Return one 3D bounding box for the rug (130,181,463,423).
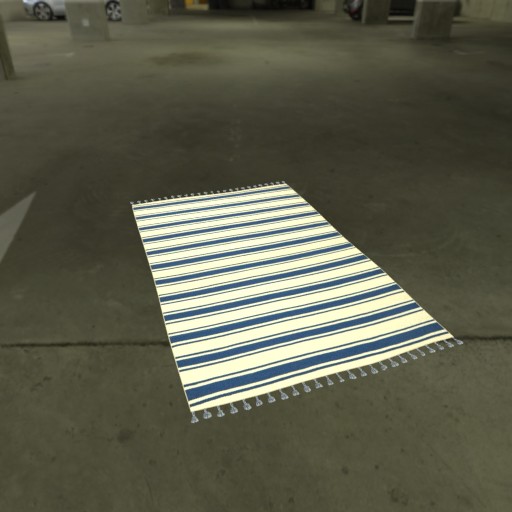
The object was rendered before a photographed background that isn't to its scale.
[{"bbox_3d":[0.000,0.000,2.647,1.248,0.009,2.108,-10,33,-17],"label":"rug"}]
